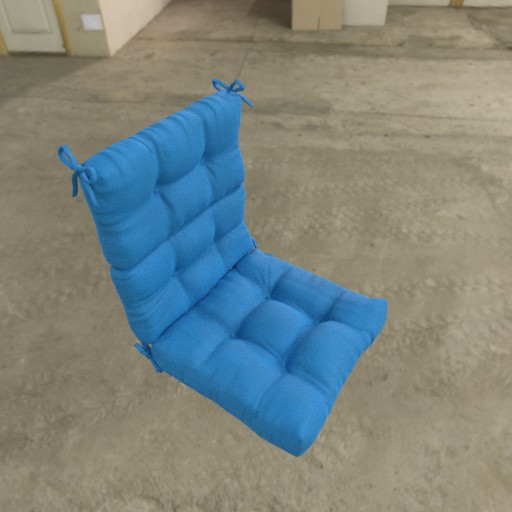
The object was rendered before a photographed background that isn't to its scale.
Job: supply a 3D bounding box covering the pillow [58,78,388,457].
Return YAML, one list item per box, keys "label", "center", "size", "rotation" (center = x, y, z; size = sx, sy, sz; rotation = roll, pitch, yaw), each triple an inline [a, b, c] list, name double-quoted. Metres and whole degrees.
- label: "pillow"
  center: [0.000, 0.000, 1.027]
  size: [0.571, 0.605, 0.519]
  rotation: [25, 47, 25]
